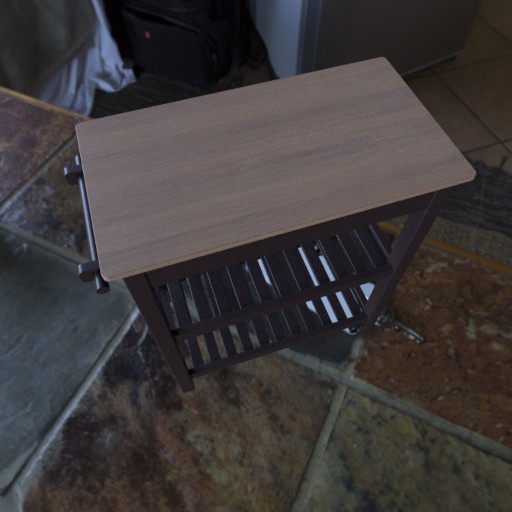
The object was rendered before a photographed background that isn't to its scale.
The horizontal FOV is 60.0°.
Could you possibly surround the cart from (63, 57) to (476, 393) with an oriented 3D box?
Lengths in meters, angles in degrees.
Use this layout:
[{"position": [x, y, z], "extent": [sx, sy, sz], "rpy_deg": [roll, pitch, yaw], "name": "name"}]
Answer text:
[{"position": [0.000, 0.000, 1.423], "extent": [0.899, 0.927, 0.457], "rpy_deg": [-16, 60, -10], "name": "cart"}]
